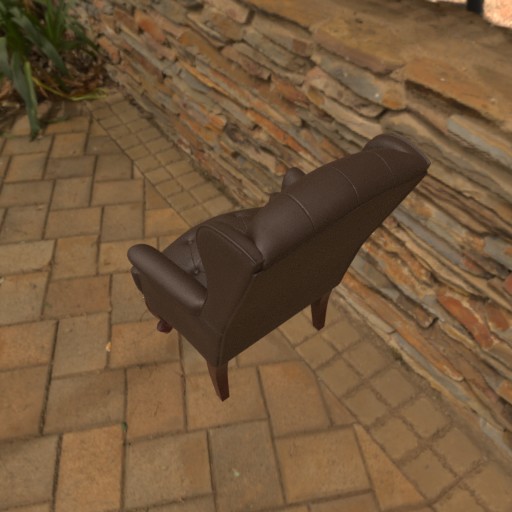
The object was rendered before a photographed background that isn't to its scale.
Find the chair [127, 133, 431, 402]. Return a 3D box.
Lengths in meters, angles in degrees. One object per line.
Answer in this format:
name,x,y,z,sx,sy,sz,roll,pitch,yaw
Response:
chair,0.000,0.000,1.695,0.829,1.132,0.819,-30,53,-26
